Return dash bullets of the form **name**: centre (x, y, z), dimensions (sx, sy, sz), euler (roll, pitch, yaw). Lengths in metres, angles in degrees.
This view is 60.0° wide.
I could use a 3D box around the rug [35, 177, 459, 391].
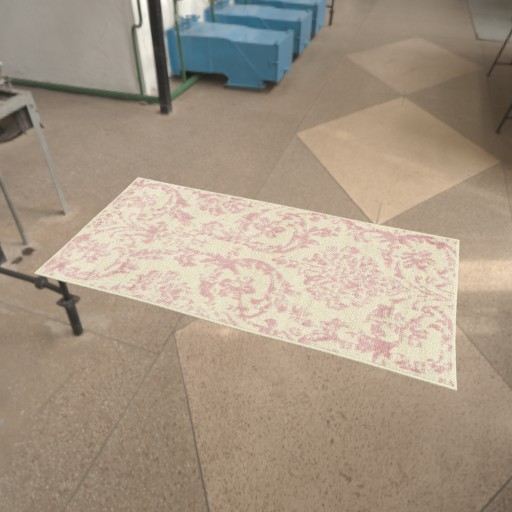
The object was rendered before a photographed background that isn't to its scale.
- **rug**: centre (0.000, 0.000, 1.410), dimensions (1.219, 0.007, 0.604), euler (13, 42, 15)
